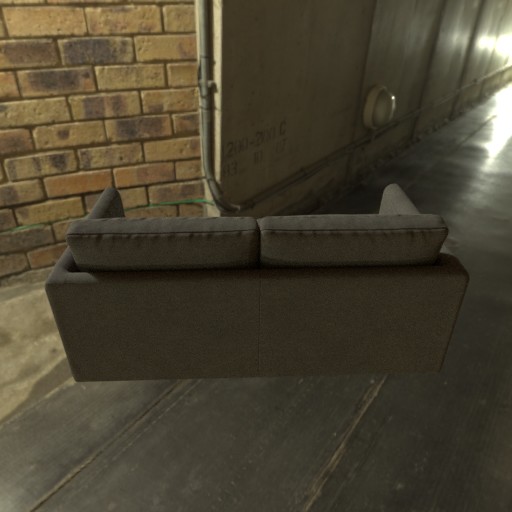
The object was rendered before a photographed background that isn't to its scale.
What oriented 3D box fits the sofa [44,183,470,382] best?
[{"bbox_3d":[0.000,0.000,2.520,1.909,0.845,1.091,-1,31,-2],"label":"sofa"}]
